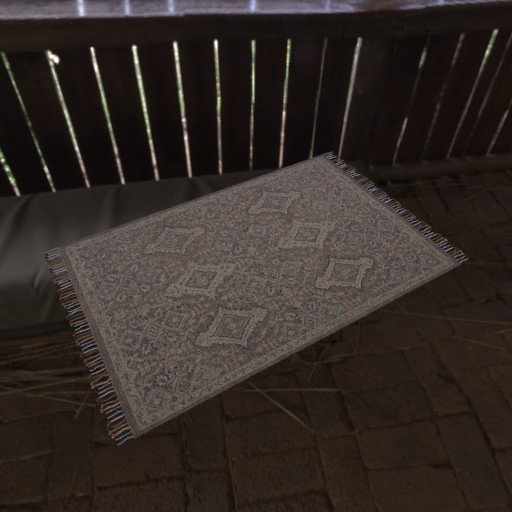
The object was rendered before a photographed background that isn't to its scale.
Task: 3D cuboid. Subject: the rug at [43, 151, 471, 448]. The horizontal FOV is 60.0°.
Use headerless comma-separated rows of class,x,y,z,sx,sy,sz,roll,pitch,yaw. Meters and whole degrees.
rug,0.000,0.000,2.961,2.434,0.010,1.516,-23,50,-21
